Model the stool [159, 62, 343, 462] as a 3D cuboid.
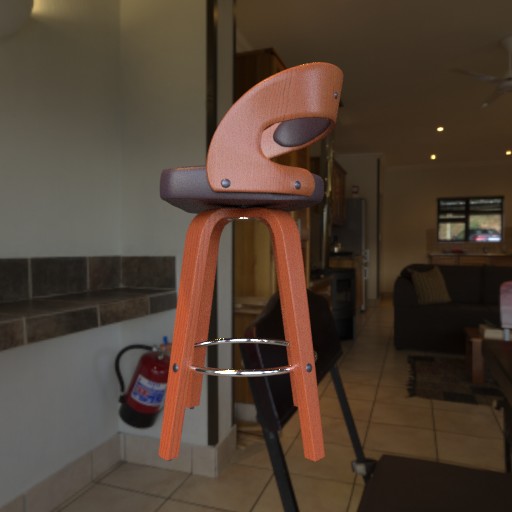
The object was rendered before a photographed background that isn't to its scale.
[{"bbox_3d":[0.000,0.000,1.187,0.457,0.940,0.457,0,1,1],"label":"stool"}]
